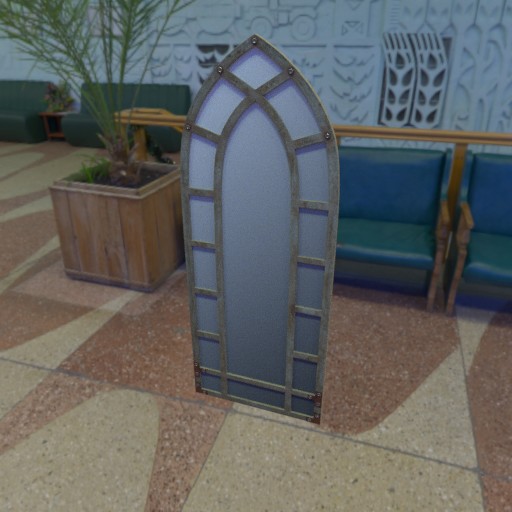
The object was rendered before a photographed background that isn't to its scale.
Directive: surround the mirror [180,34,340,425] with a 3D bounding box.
[{"bbox_3d":[0.000,0.000,1.311,0.464,1.175,0.025,9,27,18],"label":"mirror"}]
